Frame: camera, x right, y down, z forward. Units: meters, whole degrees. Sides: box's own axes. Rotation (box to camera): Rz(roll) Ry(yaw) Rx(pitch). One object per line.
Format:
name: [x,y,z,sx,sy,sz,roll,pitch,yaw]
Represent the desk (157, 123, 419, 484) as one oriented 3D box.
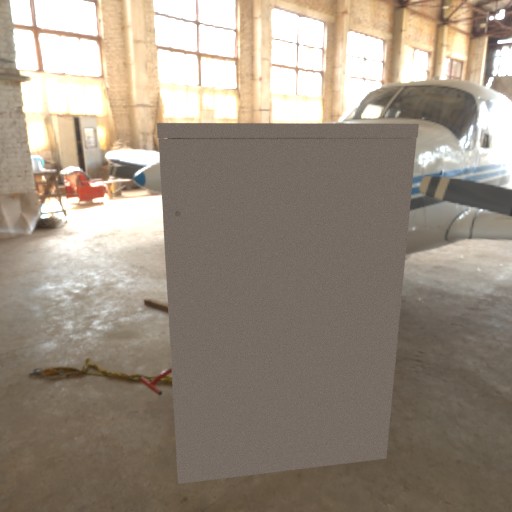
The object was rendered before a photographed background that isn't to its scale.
desk: [0.000,0.000,1.299,0.482,0.730,0.898,-3,16,-9]
